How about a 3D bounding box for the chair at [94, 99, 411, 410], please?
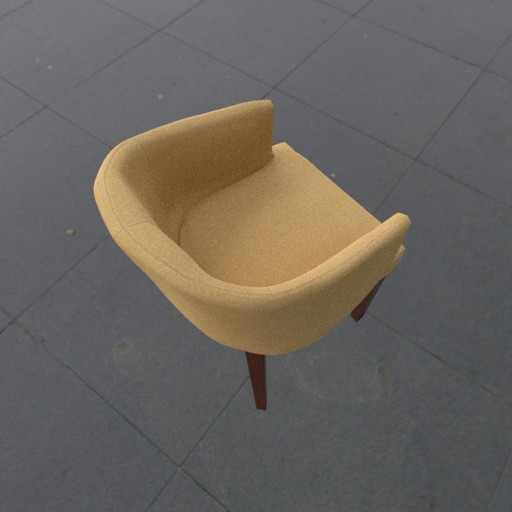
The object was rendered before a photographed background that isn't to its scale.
[{"bbox_3d":[0.000,0.000,1.243,0.655,0.811,0.583,-34,64,-19],"label":"chair"}]
